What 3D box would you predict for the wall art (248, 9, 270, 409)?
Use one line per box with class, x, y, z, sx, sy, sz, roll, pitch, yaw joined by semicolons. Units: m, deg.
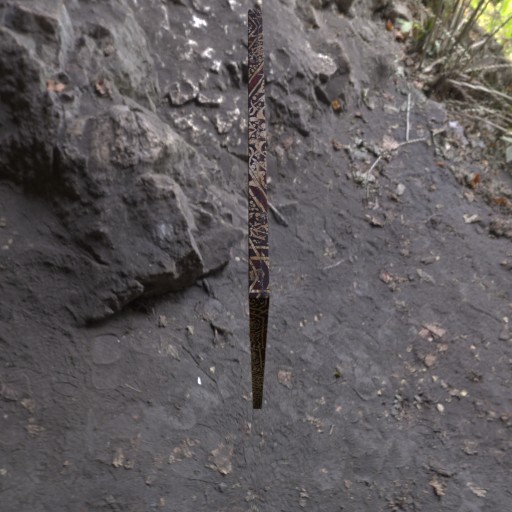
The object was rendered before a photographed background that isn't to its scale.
wall art;0.000;0.000;0.738;0.020;0.599;0.397;-1;62;0
